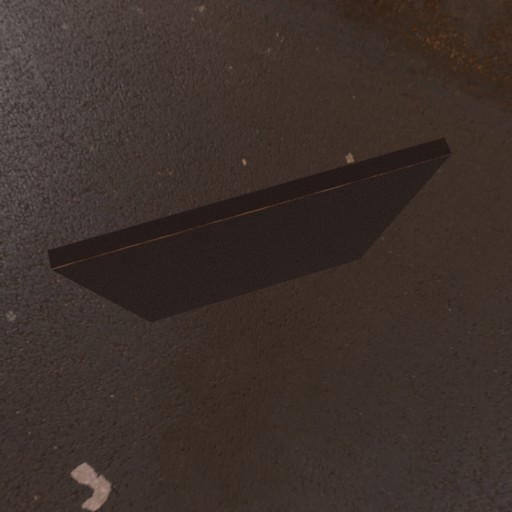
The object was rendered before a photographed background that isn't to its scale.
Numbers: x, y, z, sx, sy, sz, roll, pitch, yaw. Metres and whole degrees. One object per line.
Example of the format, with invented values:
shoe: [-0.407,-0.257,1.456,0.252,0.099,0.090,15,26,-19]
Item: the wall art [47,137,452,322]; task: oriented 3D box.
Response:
wall art: [0.000,0.000,1.176,0.762,0.762,0.038,-17,75,-4]
